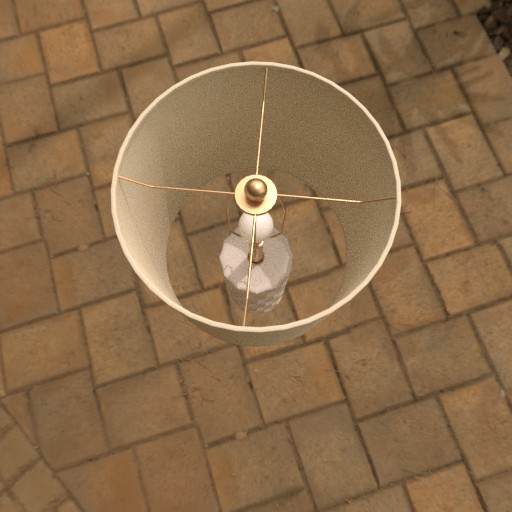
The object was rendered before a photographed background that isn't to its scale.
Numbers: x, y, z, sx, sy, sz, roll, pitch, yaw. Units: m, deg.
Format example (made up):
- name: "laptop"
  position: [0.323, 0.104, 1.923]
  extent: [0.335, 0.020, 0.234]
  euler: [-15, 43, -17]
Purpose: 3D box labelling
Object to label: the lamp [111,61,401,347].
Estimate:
- name: "lamp"
  position: [0.000, 0.000, 0.682]
  extent: [0.277, 0.537, 0.277]
  euler: [42, 79, 10]
